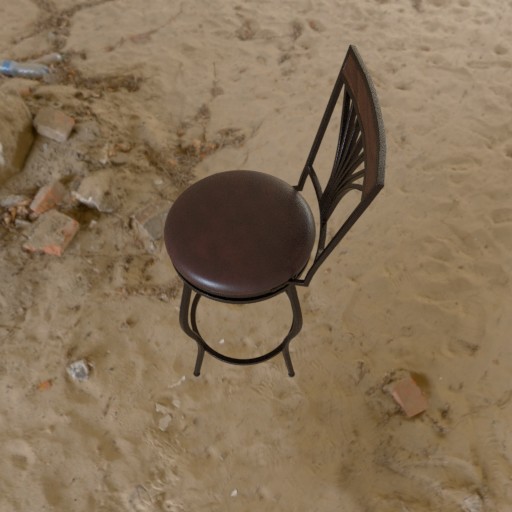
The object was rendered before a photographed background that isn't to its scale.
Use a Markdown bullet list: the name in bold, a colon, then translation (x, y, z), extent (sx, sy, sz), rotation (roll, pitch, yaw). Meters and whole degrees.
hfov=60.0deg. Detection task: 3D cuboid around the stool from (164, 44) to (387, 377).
- **stool**: translation (0.000, 0.000, 1.366), extent (0.514, 1.117, 0.433), rotation (0, 57, 0)
